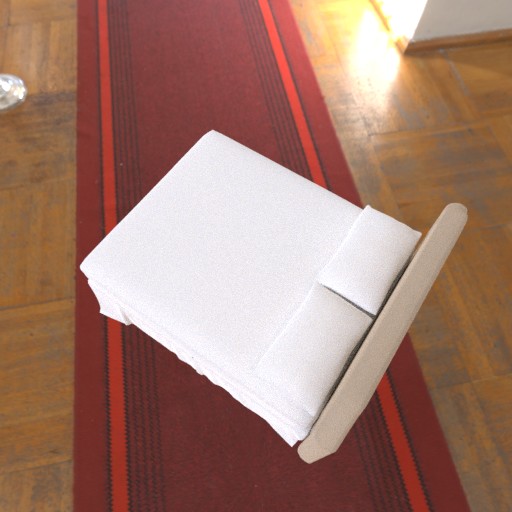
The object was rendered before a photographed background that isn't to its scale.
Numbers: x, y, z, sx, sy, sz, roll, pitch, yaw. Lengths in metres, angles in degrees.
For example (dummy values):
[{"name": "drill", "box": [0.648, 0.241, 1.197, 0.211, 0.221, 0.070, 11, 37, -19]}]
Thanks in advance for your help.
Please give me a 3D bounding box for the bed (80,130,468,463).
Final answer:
[{"name": "bed", "box": [0.000, 0.000, 3.262, 2.204, 1.301, 1.828, 31, 67, 15]}]
